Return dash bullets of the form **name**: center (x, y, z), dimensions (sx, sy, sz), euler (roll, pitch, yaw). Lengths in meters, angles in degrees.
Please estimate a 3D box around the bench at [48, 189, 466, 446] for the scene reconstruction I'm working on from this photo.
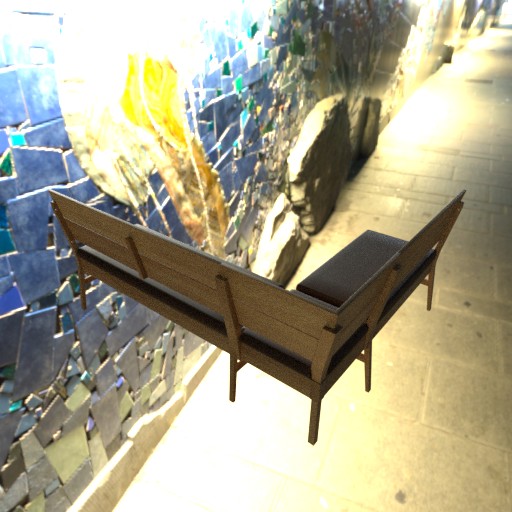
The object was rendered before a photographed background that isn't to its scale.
- **bench**: center (0.000, 0.000, 2.835), dimensions (1.975, 0.890, 1.549), euler (21, 36, 32)
